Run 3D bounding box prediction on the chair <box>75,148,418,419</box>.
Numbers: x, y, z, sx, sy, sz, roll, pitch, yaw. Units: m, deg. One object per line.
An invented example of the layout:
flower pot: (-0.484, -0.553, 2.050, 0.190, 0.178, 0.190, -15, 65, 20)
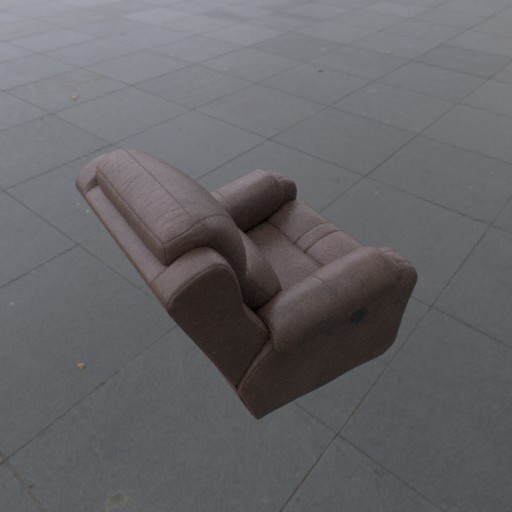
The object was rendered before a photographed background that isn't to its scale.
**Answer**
chair: (0.000, 0.000, 1.813, 1.067, 0.990, 0.940, -25, 46, -26)
